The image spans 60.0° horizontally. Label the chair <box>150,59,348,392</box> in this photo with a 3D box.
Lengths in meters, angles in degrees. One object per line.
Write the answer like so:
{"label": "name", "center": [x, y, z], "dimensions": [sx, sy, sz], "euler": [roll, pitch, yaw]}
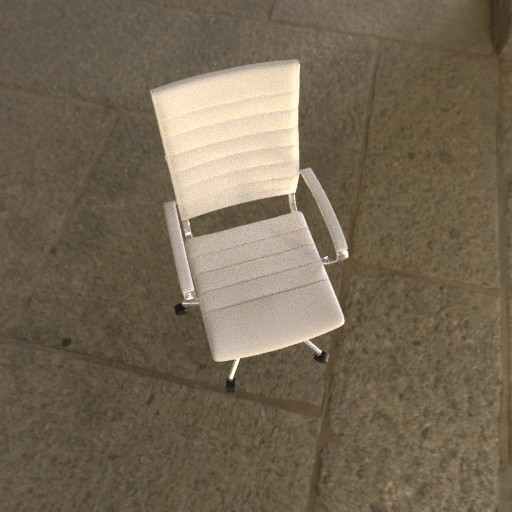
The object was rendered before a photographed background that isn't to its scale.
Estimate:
{"label": "chair", "center": [0.000, 0.000, 1.649], "dimensions": [0.766, 1.149, 0.739], "euler": [-15, 66, -7]}
